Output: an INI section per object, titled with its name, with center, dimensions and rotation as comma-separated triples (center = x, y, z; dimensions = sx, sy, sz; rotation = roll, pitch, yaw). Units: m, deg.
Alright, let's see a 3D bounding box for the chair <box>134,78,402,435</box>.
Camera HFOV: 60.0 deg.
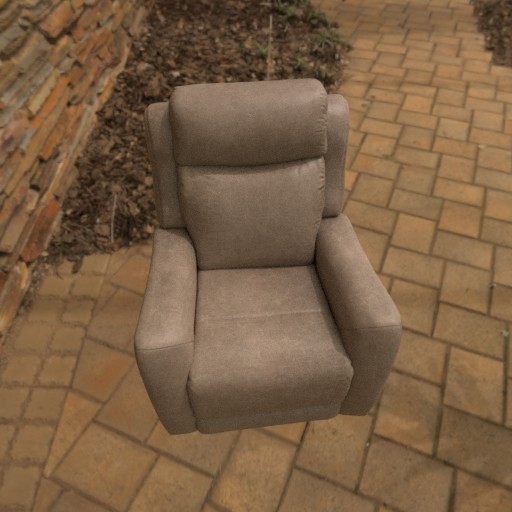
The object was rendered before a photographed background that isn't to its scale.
[chair]
center = 0.000, 0.000, 1.883
dimensions = 0.967, 1.116, 1.068
rotation = -4, 46, -4
